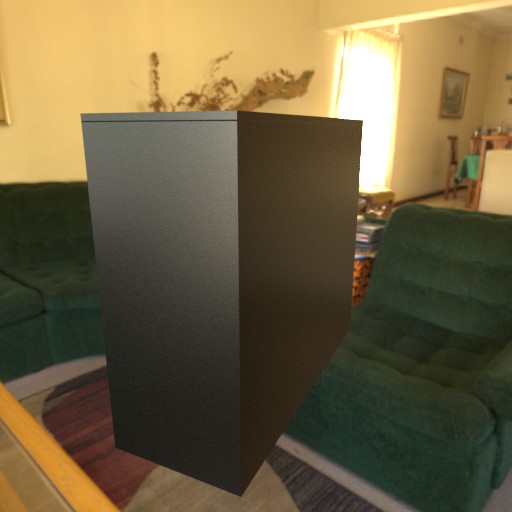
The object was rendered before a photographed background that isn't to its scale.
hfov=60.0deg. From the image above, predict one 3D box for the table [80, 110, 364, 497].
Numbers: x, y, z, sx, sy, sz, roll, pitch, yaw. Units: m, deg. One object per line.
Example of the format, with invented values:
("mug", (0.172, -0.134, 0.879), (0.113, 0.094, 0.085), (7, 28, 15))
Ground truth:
("table", (0.000, 0.000, 1.325), (0.380, 0.790, 0.930), (8, 18, 25))
